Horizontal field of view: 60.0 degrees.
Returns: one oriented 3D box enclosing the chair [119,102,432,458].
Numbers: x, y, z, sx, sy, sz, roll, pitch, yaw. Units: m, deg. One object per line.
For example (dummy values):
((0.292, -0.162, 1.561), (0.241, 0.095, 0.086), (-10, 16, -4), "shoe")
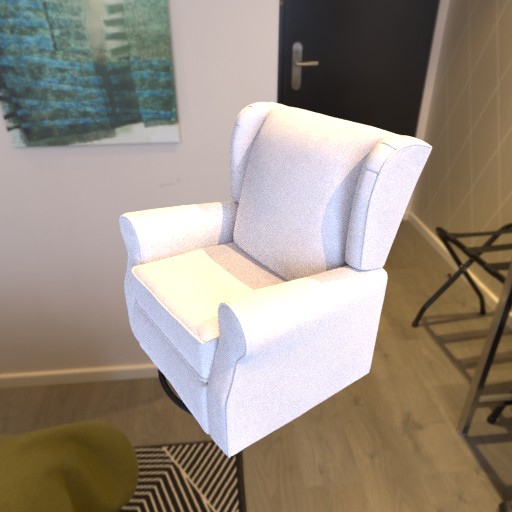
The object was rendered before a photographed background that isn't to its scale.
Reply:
((0.000, 0.000, 1.695), (0.854, 0.967, 0.906), (-20, 35, -31), "chair")
